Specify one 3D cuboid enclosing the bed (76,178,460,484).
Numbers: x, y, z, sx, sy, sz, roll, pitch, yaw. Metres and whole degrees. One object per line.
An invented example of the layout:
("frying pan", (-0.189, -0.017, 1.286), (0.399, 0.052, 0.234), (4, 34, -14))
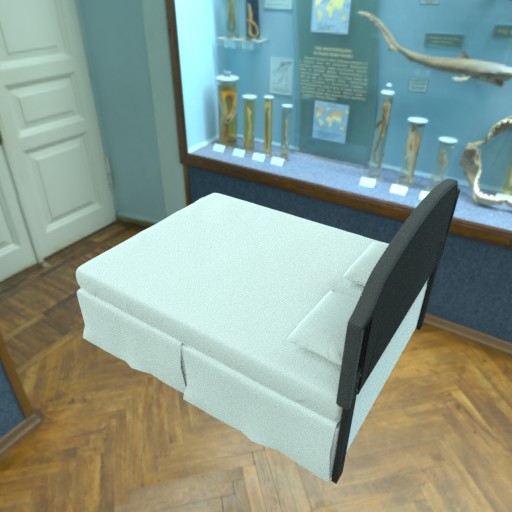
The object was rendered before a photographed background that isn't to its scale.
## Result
("bed", (0.000, 0.000, 2.890), (1.999, 1.270, 1.558), (20, 38, 28))
